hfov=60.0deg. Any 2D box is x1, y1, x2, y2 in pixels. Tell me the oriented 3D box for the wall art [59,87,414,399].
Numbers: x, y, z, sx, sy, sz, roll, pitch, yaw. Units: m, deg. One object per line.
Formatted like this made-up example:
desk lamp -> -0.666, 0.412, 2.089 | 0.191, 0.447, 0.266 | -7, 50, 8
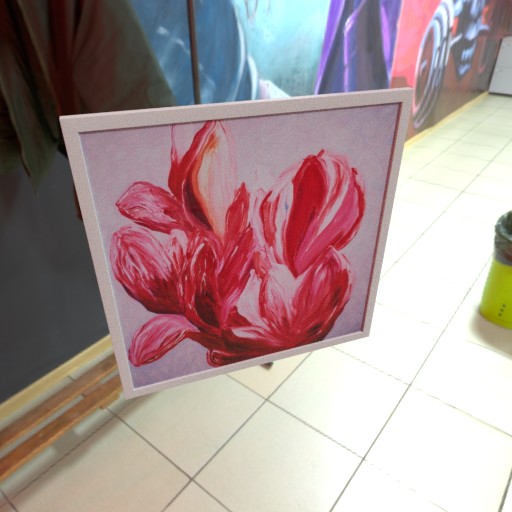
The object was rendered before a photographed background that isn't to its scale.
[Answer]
wall art -> 0.000, 0.000, 1.185 | 0.805, 0.803, 0.022 | -11, 34, -16
